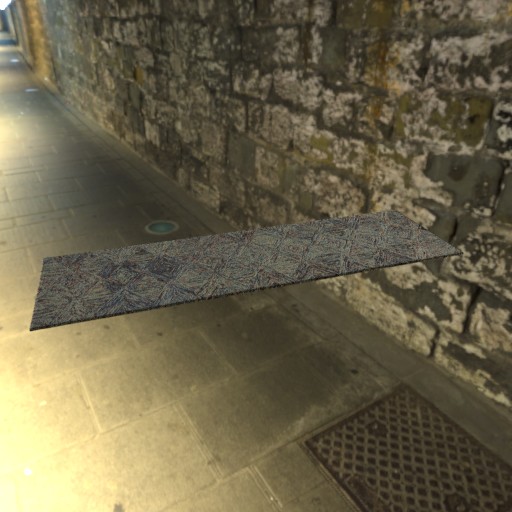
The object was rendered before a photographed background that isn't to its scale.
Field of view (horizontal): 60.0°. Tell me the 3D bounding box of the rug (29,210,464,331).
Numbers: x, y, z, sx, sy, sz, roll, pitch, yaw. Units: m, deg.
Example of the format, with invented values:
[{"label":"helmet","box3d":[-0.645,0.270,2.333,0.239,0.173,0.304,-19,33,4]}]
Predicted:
[{"label":"rug","box3d":[0.000,0.000,2.514,2.292,0.015,0.688,-9,29,-16]}]
